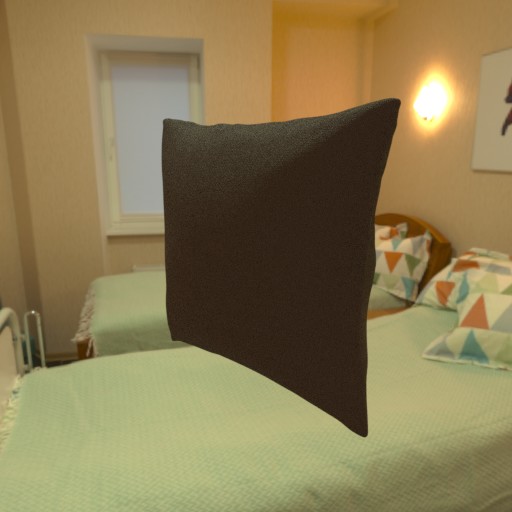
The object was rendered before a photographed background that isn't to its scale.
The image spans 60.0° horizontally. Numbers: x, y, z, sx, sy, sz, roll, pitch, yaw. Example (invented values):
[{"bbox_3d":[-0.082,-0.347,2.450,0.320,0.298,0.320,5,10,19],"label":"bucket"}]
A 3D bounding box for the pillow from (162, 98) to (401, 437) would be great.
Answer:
[{"bbox_3d":[0.000,0.000,0.700,0.452,0.439,0.204,12,18,42],"label":"pillow"}]
